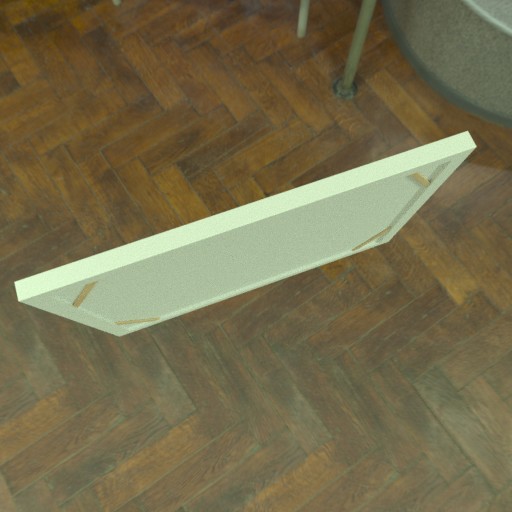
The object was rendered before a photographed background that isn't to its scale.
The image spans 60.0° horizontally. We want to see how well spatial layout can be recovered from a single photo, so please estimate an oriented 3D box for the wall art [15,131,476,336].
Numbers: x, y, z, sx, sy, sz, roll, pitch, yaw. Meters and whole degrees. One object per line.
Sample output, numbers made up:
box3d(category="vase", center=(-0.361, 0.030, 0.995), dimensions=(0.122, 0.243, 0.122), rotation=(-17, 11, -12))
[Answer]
box3d(category="wall art", center=(0.000, 0.000, 1.131), dimensions=(0.914, 0.609, 0.038), rotation=(-19, 75, -5))
